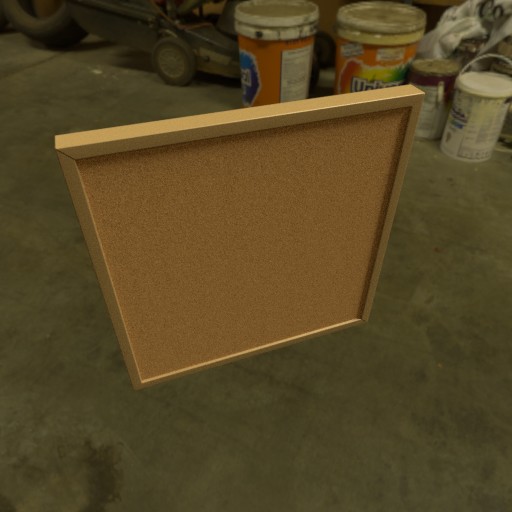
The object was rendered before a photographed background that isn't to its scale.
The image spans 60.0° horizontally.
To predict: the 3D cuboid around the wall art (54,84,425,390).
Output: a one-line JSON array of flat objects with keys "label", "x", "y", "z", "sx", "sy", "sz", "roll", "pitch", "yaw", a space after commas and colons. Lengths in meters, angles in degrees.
[{"label": "wall art", "x": 0.000, "y": 0.000, "z": 0.758, "sx": 0.509, "sy": 0.509, "sz": 0.036, "roll": -13, "pitch": 43, "yaw": -15}]
